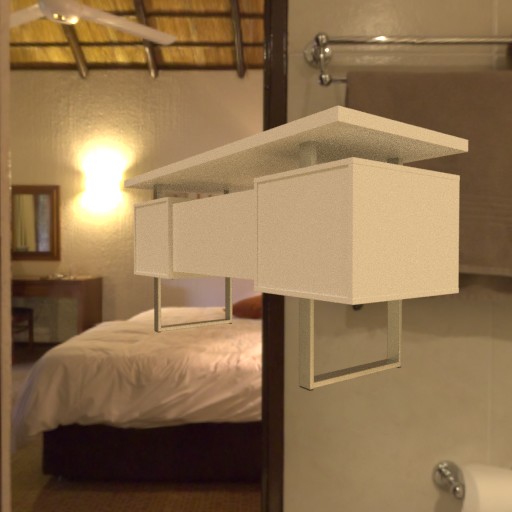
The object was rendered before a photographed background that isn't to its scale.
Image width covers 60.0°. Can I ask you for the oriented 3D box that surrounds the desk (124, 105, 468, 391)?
[{"bbox_3d":[0.000,0.000,1.892,0.603,0.773,1.530,-1,1,-36],"label":"desk"}]
